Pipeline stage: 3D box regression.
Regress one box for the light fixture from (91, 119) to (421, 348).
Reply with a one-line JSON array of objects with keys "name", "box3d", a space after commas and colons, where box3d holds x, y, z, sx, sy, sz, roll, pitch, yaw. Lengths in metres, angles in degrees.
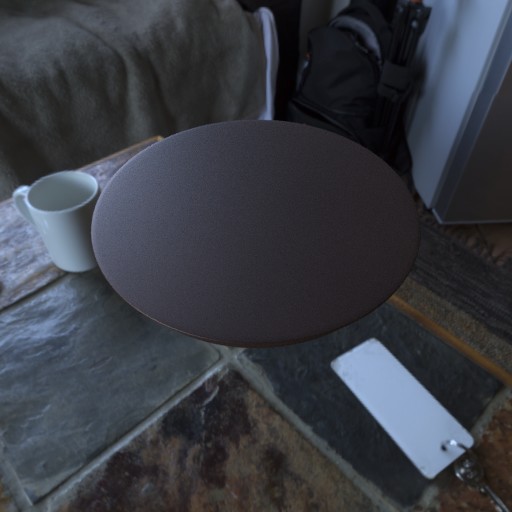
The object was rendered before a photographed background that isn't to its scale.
[{"name": "light fixture", "box3d": [0.000, 0.000, 0.436, 0.280, 0.135, 0.280, 0, 47, 0]}]
